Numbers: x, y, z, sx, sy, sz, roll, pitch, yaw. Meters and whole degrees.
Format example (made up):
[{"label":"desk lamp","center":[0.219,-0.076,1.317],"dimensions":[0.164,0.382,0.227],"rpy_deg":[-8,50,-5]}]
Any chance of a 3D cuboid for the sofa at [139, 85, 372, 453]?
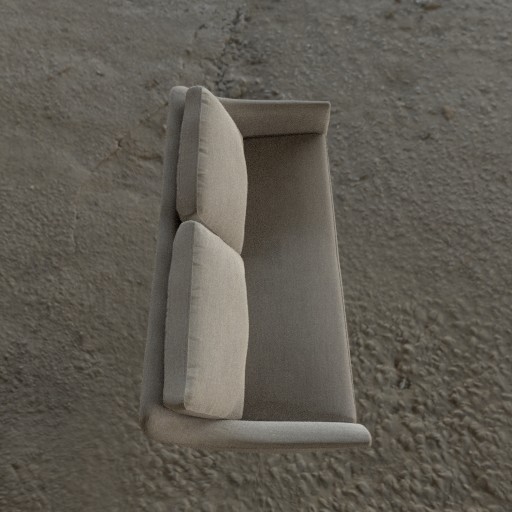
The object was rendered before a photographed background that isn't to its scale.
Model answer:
[{"label":"sofa","center":[0.000,0.000,2.498],"dimensions":[0.980,0.913,2.036],"rpy_deg":[-1,64,0]}]
